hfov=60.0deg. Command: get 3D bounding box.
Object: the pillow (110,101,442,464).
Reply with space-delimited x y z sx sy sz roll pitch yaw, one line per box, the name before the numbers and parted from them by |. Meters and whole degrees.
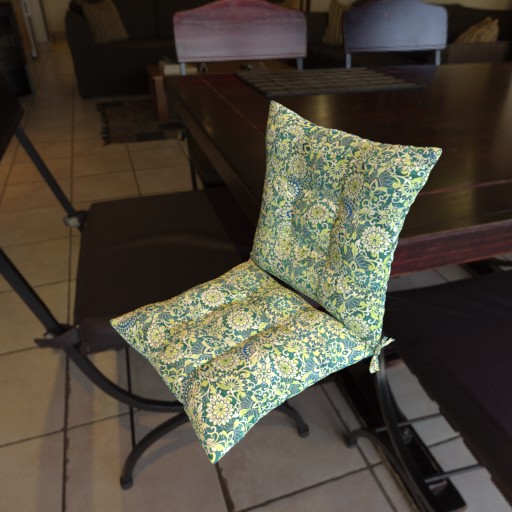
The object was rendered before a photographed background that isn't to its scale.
pillow | 0.000 0.000 1.015 0.585 0.536 0.541 -22 39 -31
